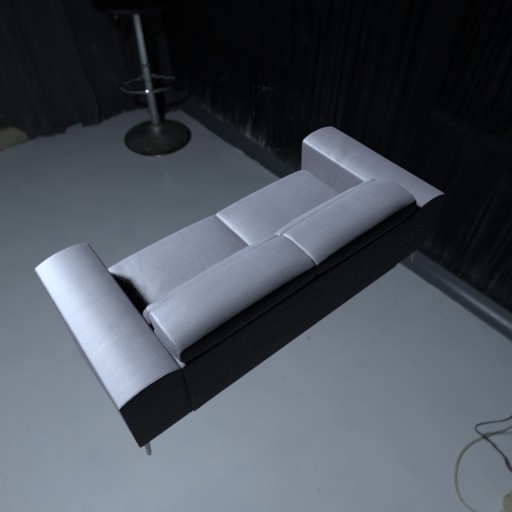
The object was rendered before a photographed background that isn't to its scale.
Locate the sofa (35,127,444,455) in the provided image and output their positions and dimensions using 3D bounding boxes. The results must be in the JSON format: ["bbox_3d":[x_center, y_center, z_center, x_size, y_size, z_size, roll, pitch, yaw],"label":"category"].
[{"bbox_3d":[0.000,0.000,2.819,2.330,0.814,1.048,-30,55,-25],"label":"sofa"}]
